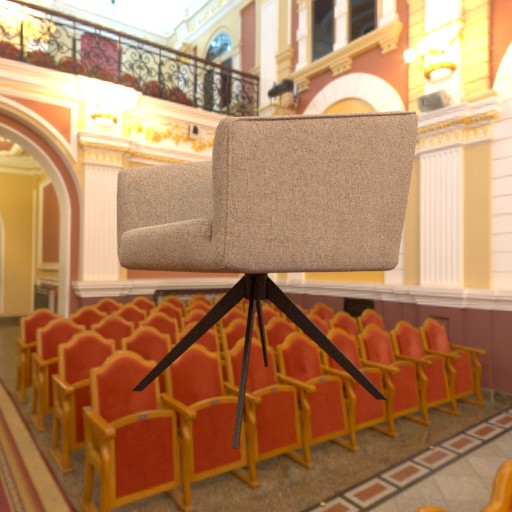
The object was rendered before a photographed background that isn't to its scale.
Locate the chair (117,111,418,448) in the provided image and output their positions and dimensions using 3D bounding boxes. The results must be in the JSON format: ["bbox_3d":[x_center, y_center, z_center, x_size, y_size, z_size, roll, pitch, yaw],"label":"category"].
[{"bbox_3d":[0.000,0.000,1.220,0.623,0.760,0.628,1,-1,-36],"label":"chair"}]
